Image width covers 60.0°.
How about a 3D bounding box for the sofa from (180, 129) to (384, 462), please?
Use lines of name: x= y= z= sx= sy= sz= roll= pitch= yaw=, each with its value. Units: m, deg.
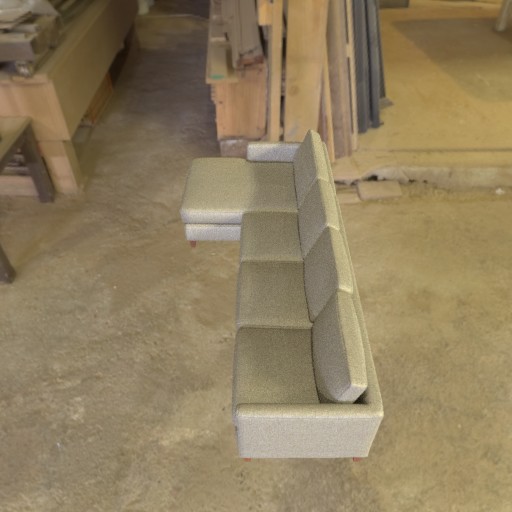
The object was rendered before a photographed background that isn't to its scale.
sofa: x=0.000 y=0.000 z=3.815 sx=1.502 sy=0.876 sz=3.201 roll=0 pitch=43 yaw=0
